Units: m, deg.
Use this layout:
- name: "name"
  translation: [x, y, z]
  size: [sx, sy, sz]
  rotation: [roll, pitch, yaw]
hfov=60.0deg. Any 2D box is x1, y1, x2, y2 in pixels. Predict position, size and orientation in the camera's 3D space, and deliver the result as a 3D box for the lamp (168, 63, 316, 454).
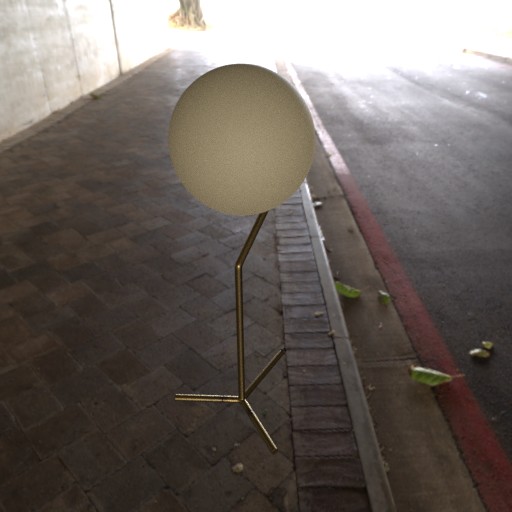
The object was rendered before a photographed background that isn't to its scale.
- name: "lamp"
  translation: [0.000, 0.000, 0.682]
  size: [0.210, 0.552, 0.251]
  rotation: [18, 34, 28]
